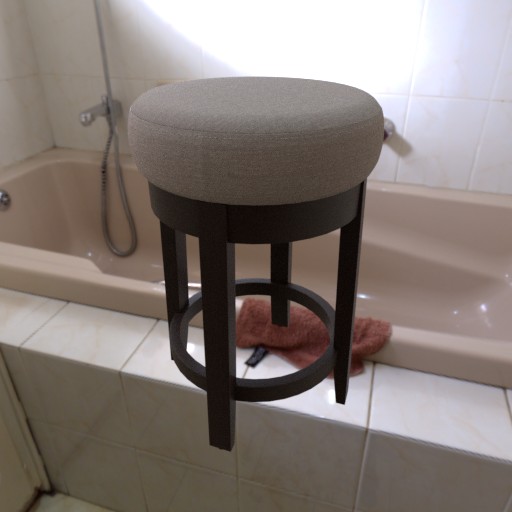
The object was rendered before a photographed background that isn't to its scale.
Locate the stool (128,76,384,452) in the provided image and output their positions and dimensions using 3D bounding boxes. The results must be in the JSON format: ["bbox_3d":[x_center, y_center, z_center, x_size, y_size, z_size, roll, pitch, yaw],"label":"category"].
[{"bbox_3d":[0.000,0.000,0.920,0.443,0.672,0.443,0,29,0],"label":"stool"}]
